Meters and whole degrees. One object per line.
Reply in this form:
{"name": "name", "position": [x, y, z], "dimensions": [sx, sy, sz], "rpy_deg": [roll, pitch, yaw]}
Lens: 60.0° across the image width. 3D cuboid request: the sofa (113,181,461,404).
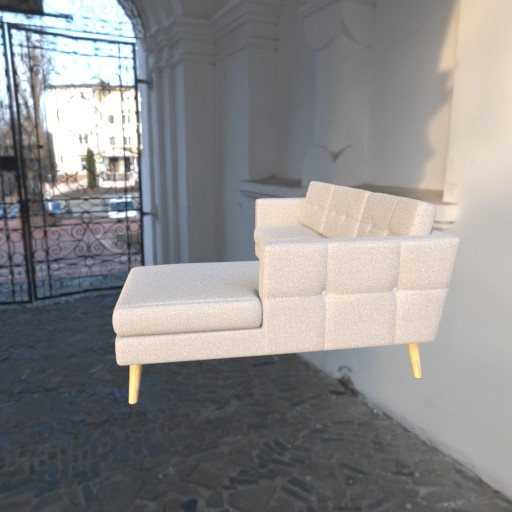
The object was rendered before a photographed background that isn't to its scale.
{"name": "sofa", "position": [0.000, 0.000, 2.877], "dimensions": [1.530, 0.860, 2.040], "rpy_deg": [-2, 13, -9]}
